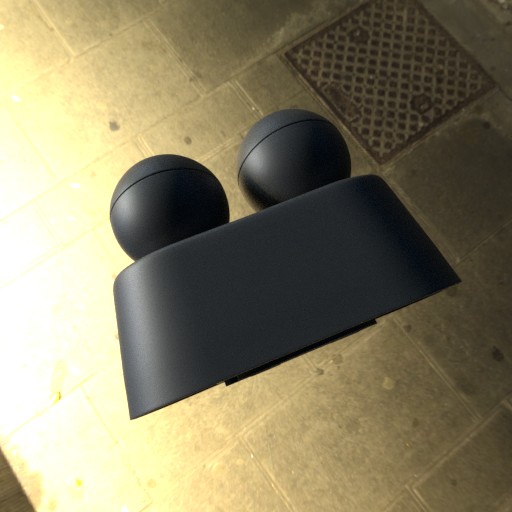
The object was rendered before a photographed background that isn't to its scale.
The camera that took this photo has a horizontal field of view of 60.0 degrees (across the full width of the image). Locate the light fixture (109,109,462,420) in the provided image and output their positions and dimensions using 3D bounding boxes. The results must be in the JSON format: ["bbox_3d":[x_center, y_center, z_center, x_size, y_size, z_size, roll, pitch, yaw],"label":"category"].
[{"bbox_3d":[0.000,0.000,0.333,0.229,0.159,0.159,-21,76,-5],"label":"light fixture"}]
